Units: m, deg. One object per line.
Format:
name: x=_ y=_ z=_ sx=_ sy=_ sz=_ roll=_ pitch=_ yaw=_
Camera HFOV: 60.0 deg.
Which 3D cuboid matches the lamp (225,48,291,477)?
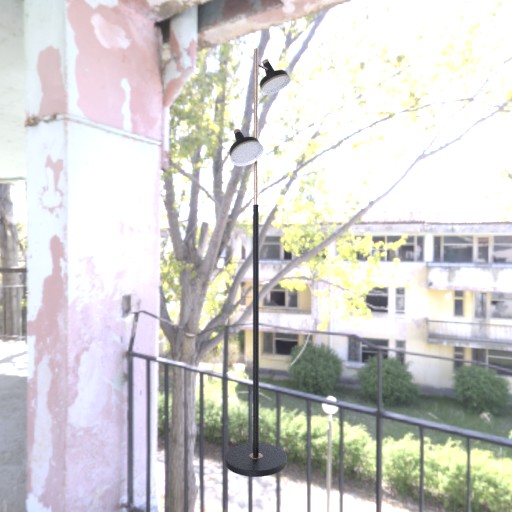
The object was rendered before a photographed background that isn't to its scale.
lamp: x=0.000 y=0.000 z=1.799 sx=0.253 sy=1.674 sz=0.351 roll=0 pitch=1 yaw=36
